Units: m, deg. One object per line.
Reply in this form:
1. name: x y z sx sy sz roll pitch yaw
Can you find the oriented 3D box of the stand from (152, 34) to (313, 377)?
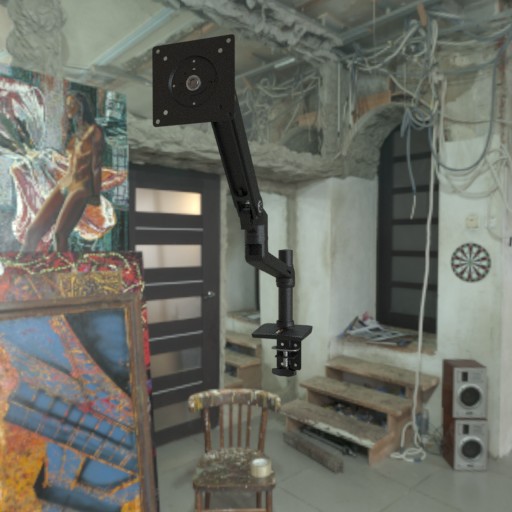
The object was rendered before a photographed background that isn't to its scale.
1. stand: 0.000 0.000 1.033 0.152 0.713 0.650 0 1 18
